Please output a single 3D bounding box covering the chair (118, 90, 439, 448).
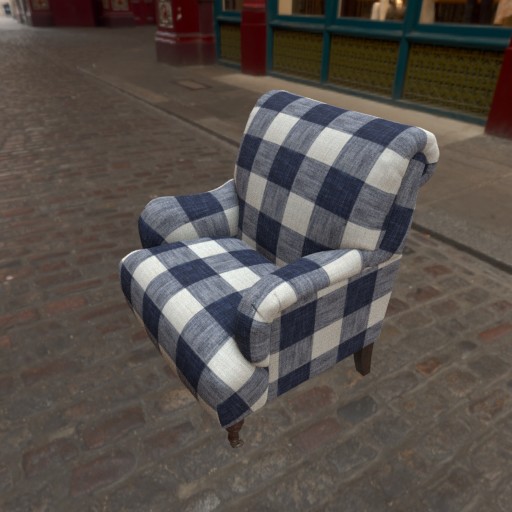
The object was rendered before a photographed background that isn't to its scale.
[{"bbox_3d":[0.000,0.000,1.583,0.848,0.953,0.781,-20,37,-29],"label":"chair"}]
